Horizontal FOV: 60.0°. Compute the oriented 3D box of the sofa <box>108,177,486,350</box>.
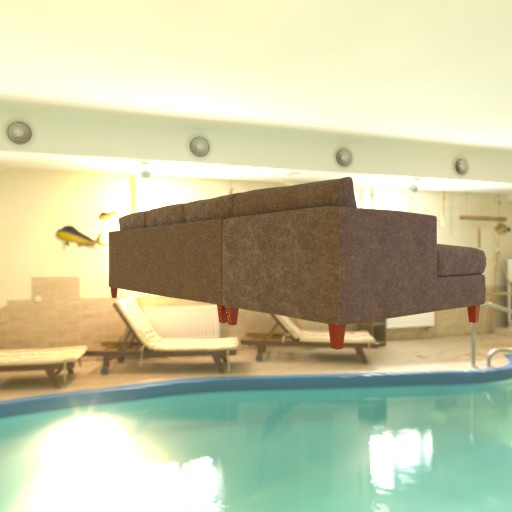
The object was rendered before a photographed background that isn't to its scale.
[{"bbox_3d":[0.000,0.000,4.107,1.606,0.954,3.471,0,1,-37],"label":"sofa"}]
